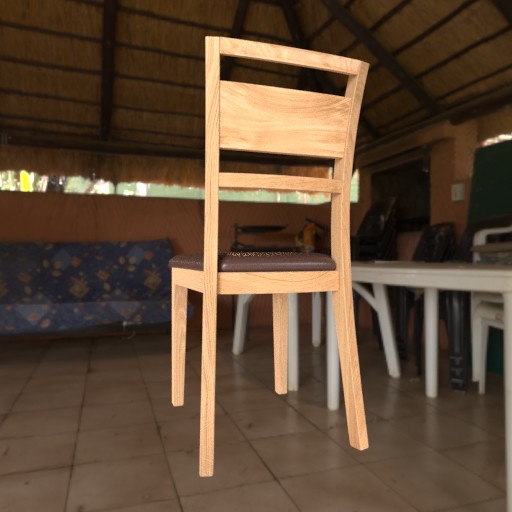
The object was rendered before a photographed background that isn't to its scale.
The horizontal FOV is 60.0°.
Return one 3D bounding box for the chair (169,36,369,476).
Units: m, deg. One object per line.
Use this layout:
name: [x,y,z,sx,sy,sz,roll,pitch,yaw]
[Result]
chair: [0.000,0.000,1.232,0.420,0.940,0.545,0,0,-20]
